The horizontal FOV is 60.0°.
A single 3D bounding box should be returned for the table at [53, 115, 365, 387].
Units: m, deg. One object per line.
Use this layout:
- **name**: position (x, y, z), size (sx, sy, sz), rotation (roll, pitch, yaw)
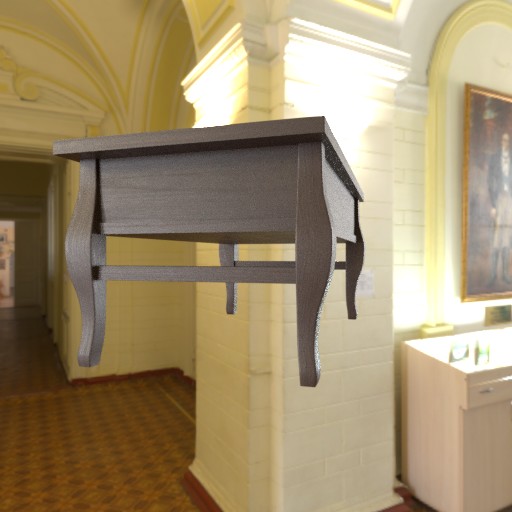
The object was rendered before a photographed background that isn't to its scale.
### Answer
- **table**: position (0.000, 0.000, 1.370), size (0.600, 0.494, 1.062), rotation (0, 0, 17)
